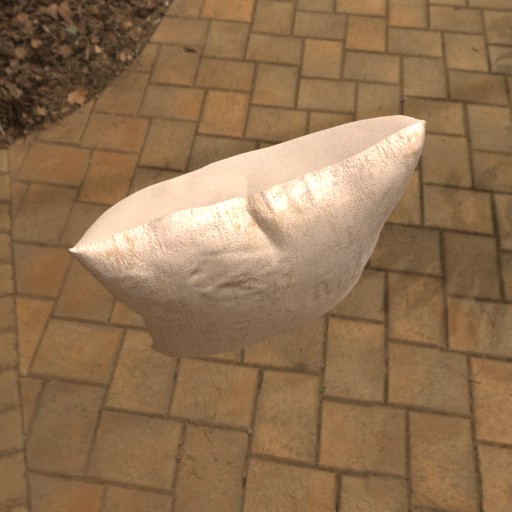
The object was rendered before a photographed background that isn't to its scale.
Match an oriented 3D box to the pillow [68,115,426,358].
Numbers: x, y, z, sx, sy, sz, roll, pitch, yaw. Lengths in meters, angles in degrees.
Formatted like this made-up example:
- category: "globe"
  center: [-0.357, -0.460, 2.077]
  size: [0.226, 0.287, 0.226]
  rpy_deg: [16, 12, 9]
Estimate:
- category: "pillow"
  center: [0.000, 0.000, 0.704]
  size: [0.450, 0.448, 0.245]
  rpy_deg: [-19, 66, -9]
